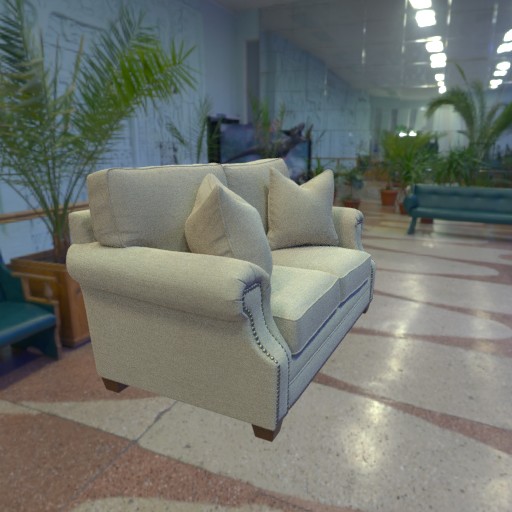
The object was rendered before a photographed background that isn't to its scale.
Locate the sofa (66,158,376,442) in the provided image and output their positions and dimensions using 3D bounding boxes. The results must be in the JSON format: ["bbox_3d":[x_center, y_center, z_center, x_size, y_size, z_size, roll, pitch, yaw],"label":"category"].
[{"bbox_3d":[0.000,0.000,2.331,0.966,0.966,1.701,7,16,26],"label":"sofa"}]
